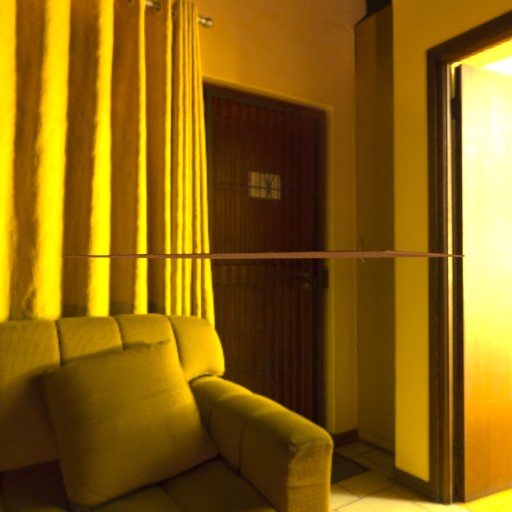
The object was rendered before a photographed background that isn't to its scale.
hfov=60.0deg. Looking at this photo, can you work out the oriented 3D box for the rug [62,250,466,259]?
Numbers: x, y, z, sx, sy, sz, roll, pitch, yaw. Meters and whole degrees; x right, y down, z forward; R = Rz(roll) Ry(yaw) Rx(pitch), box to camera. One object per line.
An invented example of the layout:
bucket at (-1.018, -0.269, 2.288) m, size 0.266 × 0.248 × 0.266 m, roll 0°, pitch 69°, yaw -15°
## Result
rug at (0.000, 0.000, 3.131) m, size 2.436 × 0.015 × 1.521 m, roll -1°, pitch -1°, yaw 37°
